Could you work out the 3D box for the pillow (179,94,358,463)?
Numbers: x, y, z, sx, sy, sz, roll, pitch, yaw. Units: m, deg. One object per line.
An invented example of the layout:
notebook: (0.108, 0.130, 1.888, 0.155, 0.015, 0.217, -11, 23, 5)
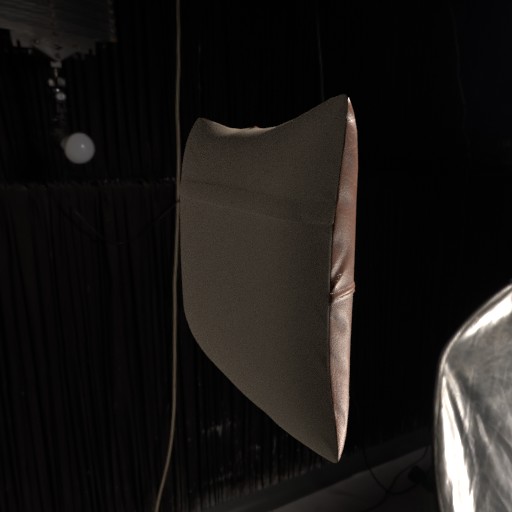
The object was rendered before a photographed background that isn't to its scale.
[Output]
pillow: (0.000, 0.000, 0.737, 0.192, 0.470, 0.484, -7, 15, -27)
